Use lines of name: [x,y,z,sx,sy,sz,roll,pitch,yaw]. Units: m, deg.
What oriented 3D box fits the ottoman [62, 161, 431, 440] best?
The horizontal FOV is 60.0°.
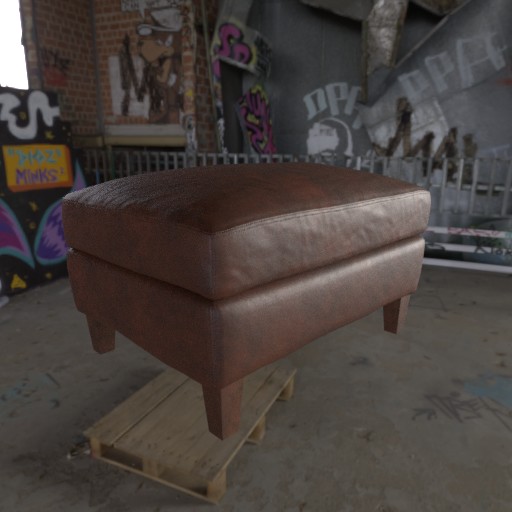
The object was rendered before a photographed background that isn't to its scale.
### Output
ottoman: [0.000,0.000,1.277,0.659,0.527,0.887,14,20,43]
